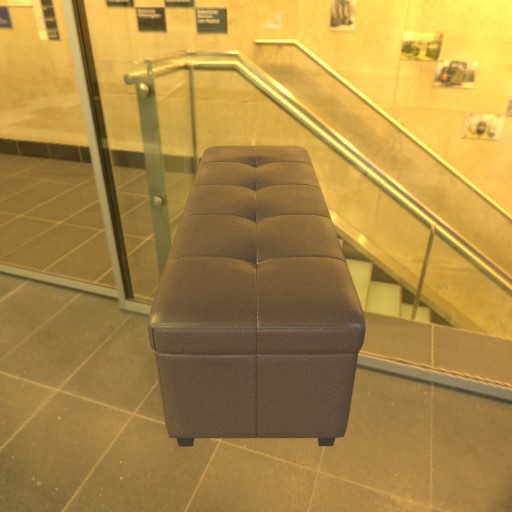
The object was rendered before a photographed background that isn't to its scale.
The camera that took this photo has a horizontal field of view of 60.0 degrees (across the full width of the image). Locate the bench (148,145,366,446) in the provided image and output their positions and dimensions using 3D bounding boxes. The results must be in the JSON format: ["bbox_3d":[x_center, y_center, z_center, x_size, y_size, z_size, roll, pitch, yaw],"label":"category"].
[{"bbox_3d":[0.000,0.000,1.480,0.450,0.417,1.219,0,30,0],"label":"bench"}]
